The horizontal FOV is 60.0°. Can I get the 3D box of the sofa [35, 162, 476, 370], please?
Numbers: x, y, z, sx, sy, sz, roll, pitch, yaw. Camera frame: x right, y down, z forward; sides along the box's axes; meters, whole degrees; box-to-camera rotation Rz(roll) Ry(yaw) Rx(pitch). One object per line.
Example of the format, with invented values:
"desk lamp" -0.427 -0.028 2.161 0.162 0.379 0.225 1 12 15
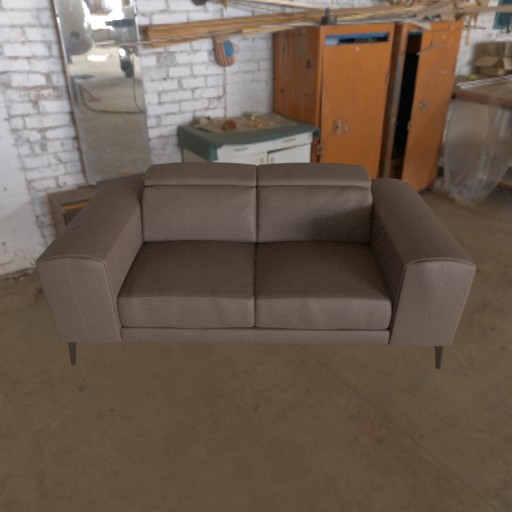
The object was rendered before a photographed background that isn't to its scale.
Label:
"sofa" 0.000 0.000 2.400 1.895 0.779 1.003 0 30 1
